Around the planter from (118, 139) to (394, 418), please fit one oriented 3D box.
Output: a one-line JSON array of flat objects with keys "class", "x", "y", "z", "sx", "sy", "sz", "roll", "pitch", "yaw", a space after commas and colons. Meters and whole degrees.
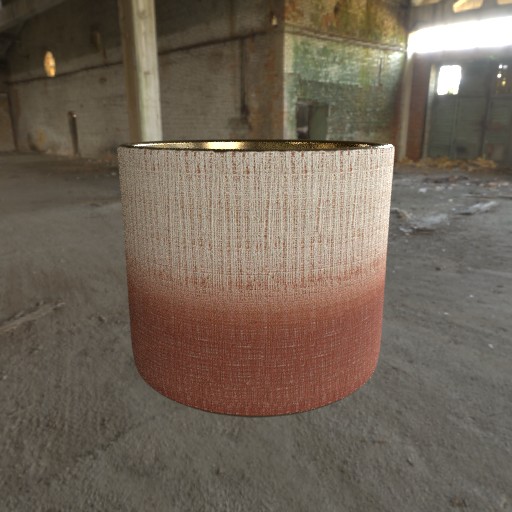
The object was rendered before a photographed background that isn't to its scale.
[{"class": "planter", "x": 0.000, "y": 0.000, "z": 0.446, "sx": 0.254, "sy": 0.221, "sz": 0.254, "roll": 0, "pitch": 16, "yaw": 0}]
